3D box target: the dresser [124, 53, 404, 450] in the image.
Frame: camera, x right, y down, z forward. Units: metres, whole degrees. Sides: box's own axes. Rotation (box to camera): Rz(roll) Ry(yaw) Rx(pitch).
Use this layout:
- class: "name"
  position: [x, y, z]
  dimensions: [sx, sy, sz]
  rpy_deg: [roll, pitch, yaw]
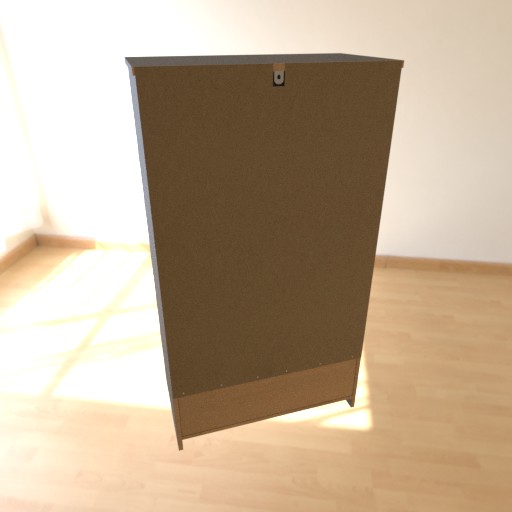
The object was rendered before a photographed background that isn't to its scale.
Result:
- class: "dresser"
  position: [0.000, 0.000, 1.538]
  dimensions: [0.704, 1.255, 0.399]
  rpy_deg: [-8, 28, -15]
